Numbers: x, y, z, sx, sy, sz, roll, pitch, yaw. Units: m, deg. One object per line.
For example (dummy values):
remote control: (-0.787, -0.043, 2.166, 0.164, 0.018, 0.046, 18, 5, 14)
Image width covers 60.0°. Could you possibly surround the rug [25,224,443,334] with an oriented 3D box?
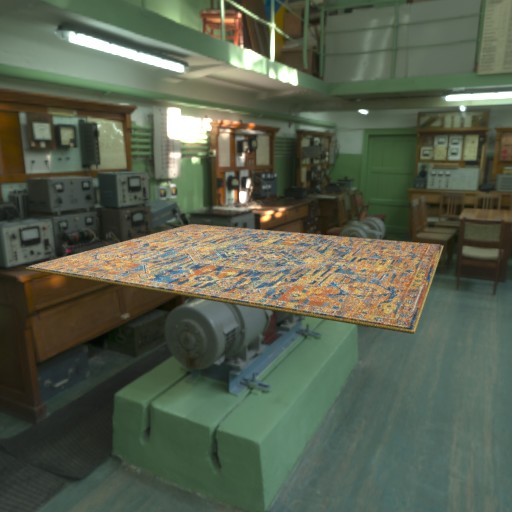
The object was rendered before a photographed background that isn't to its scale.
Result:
rug: (0.000, 0.000, 4.059, 3.040, 0.031, 2.435, 6, 15, 25)
